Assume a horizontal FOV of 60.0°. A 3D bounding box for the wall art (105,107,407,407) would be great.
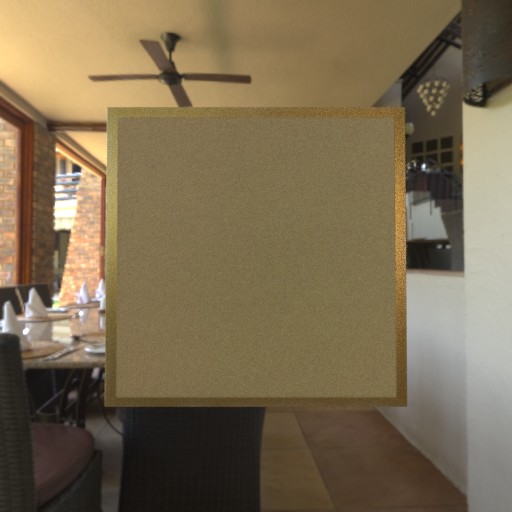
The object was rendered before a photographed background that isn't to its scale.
[{"bbox_3d":[0.000,0.000,1.143,0.762,0.760,0.037,0,-1,0],"label":"wall art"}]
